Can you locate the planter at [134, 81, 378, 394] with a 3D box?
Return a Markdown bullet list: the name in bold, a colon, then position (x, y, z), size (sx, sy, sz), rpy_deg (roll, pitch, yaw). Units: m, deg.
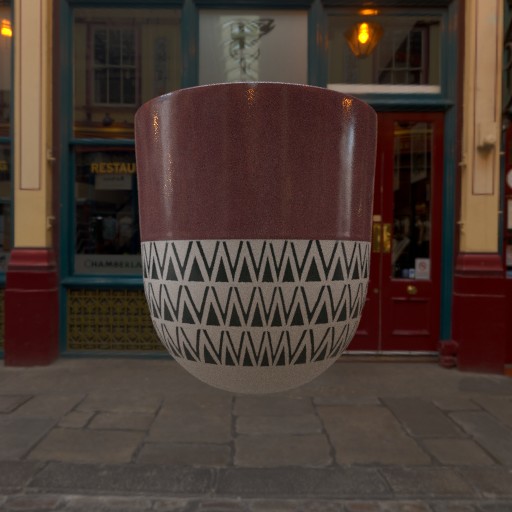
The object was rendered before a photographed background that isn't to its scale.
- **planter**: position (0.000, 0.000, 0.368), size (0.195, 0.214, 0.195), rpy_deg (0, 0, 0)
